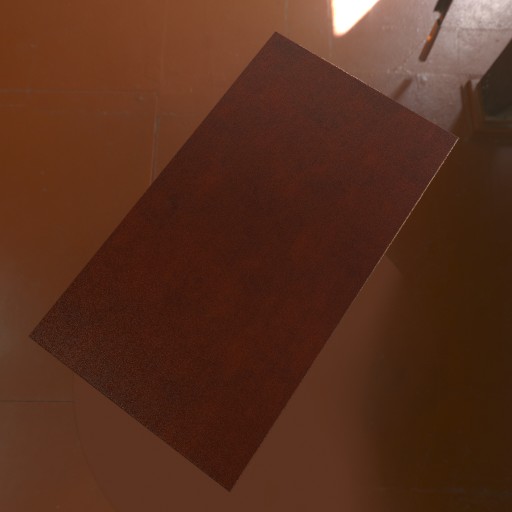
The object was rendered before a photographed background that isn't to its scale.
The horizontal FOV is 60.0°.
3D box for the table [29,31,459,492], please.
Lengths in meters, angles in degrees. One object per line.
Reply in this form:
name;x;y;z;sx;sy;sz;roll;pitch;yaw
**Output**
table;0.000;0.000;1.224;0.533;0.456;0.943;34;78;8
